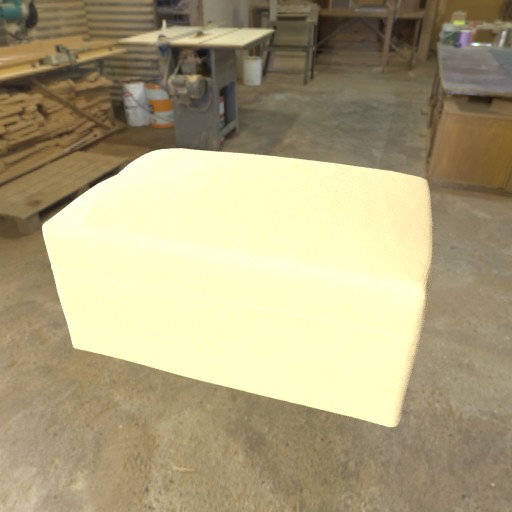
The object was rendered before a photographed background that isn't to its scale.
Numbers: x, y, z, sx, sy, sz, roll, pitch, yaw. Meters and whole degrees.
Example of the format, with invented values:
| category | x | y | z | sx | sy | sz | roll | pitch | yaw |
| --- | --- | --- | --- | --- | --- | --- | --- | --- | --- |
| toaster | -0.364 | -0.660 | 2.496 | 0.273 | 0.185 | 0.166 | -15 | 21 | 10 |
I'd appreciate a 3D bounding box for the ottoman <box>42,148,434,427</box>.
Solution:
| category | x | y | z | sx | sy | sz | roll | pitch | yaw |
| --- | --- | --- | --- | --- | --- | --- | --- | --- | --- |
| ottoman | 0.000 | 0.000 | 1.211 | 0.872 | 0.444 | 0.590 | 10 | 33 | 15 |
